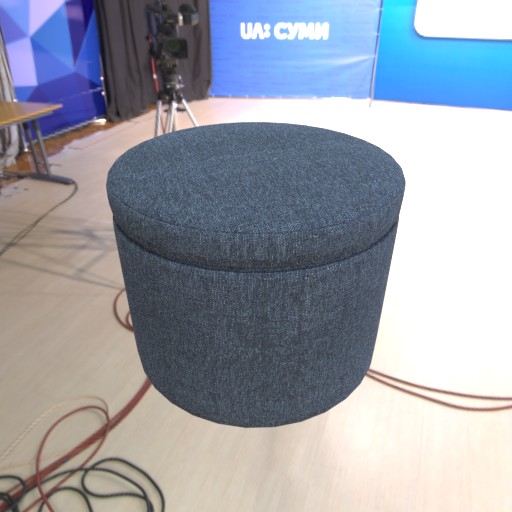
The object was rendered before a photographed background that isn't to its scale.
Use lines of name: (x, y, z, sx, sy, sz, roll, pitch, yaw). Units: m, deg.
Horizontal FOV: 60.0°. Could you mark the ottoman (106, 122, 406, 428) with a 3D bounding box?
ottoman: (0.000, 0.000, 0.862, 0.500, 0.419, 0.500, 0, 32, 0)
